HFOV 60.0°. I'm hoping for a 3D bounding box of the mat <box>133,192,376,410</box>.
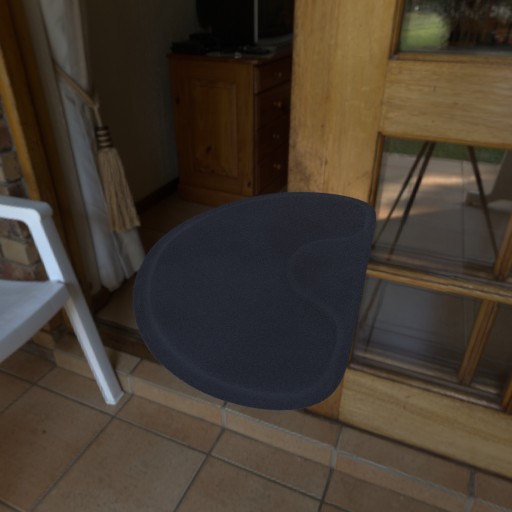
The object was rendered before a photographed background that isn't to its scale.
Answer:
[{"bbox_3d":[0.000,0.000,1.872,0.913,0.013,1.524,9,32,15],"label":"mat"}]
